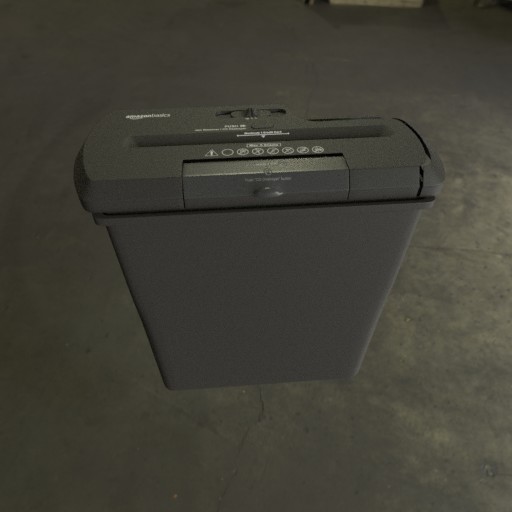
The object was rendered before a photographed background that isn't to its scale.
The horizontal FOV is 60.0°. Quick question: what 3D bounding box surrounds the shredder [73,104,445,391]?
[{"bbox_3d":[0.000,0.000,0.515,0.320,0.335,0.170,-3,46,-3],"label":"shredder"}]
